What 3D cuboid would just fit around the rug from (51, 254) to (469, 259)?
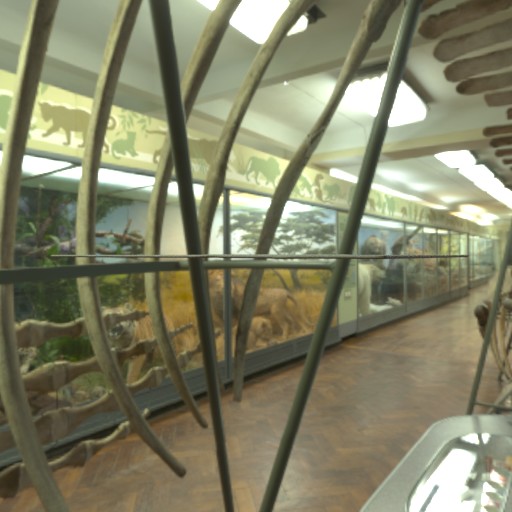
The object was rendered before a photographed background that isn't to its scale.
[{"bbox_3d":[0.000,0.000,2.916,2.290,0.021,1.540,0,0,36],"label":"rug"}]
